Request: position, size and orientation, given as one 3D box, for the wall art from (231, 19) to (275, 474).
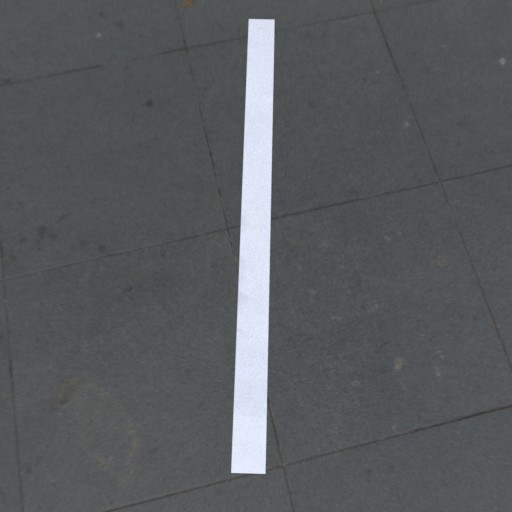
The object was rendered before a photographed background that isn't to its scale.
[{"bbox_3d":[0.000,0.000,0.766,0.038,0.407,0.609,2,75,0],"label":"wall art"}]
